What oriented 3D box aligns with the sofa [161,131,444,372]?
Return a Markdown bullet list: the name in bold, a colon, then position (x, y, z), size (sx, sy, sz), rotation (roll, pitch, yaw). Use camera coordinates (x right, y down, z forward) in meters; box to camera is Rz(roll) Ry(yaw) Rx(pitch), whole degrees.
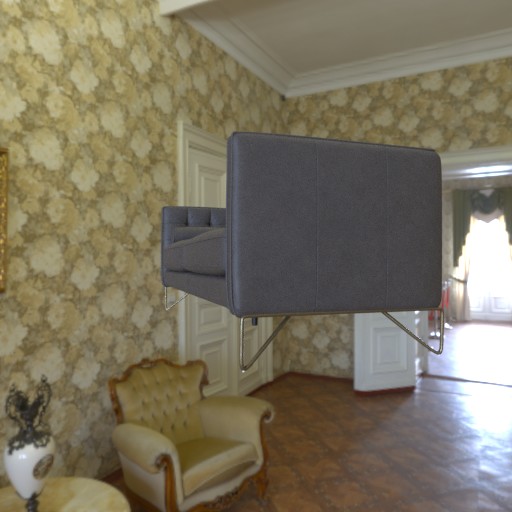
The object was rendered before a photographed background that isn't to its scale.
- **sofa**: position (0.000, 0.000, 2.519), size (0.867, 0.789, 2.087), rotation (0, -1, -18)
